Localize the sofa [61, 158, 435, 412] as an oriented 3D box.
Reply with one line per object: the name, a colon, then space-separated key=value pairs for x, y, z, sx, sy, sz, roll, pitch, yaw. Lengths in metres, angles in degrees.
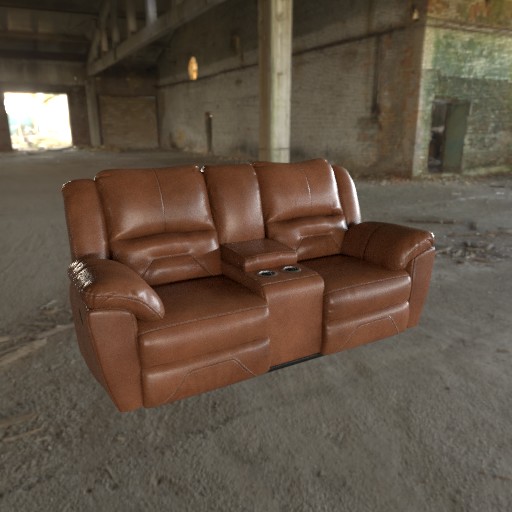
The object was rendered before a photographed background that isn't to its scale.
sofa: x=0.000 y=0.000 z=2.626 sx=2.058 sy=1.043 sz=0.991 roll=-9 pitch=19 yaw=-28
